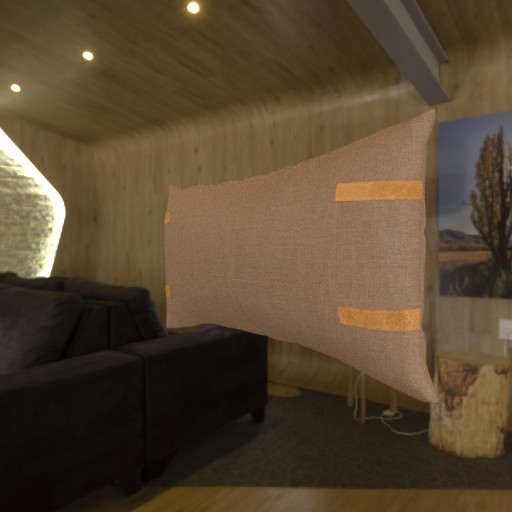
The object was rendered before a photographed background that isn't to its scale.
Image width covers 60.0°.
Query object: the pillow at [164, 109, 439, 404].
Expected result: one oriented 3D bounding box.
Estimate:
[{"bbox_3d":[0.000,0.000,0.699,0.148,0.308,0.612,0,0,-38],"label":"pillow"}]
